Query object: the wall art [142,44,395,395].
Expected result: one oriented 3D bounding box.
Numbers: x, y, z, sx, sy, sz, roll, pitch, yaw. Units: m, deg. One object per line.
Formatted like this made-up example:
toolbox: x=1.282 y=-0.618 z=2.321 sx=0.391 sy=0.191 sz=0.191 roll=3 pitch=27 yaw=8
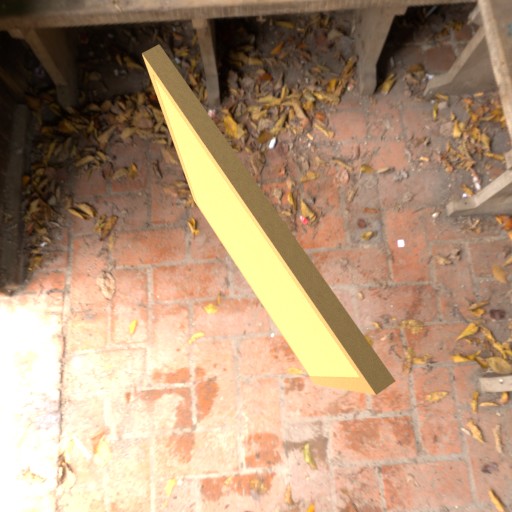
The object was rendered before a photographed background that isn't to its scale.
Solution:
wall art: x=0.000 y=0.000 z=2.925 sx=0.099 sy=1.926 sz=1.926 roll=-32 pitch=77 yaw=-8
